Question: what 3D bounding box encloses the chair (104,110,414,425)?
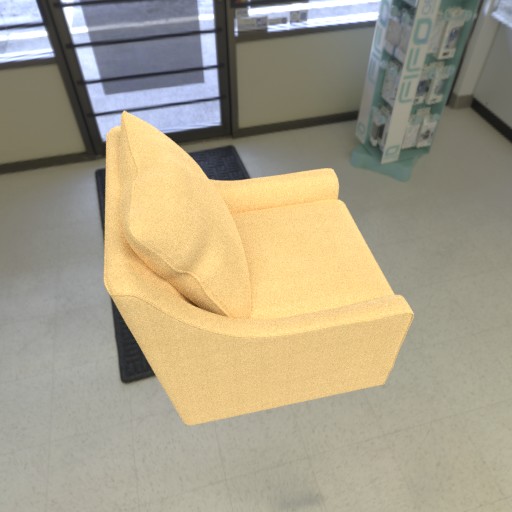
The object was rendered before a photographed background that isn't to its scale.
[{"bbox_3d":[0.000,0.000,1.581,0.876,0.927,0.760,-9,48,-8],"label":"chair"}]
